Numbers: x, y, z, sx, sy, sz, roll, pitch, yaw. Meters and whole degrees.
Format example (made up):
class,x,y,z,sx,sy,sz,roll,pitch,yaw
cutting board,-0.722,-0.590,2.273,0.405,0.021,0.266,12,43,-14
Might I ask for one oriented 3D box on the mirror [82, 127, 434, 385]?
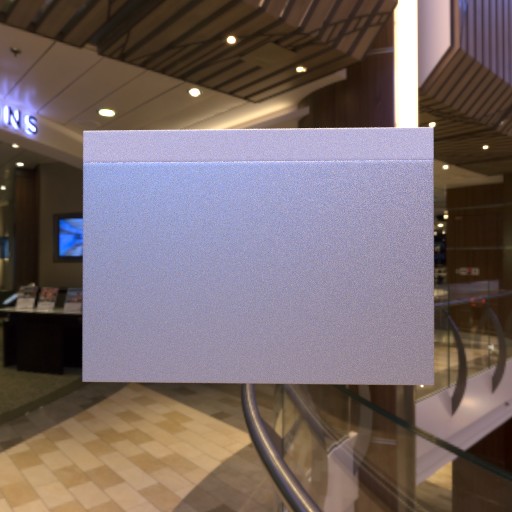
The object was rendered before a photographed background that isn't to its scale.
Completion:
class,x,y,z,sx,sy,sz,roll,pitch,yaw
mirror,0.000,0.000,1.112,0.870,0.630,0.030,0,-1,2
